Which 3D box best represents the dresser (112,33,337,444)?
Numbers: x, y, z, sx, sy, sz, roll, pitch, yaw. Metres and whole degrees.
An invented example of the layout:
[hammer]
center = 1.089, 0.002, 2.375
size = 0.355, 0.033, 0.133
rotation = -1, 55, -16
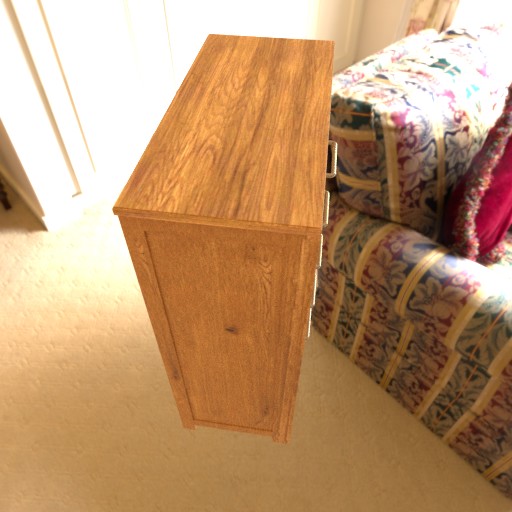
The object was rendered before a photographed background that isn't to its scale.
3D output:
[dresser]
center = 0.000, 0.000, 1.943
size = 0.558, 1.431, 1.081
rotation = 6, 48, 6
